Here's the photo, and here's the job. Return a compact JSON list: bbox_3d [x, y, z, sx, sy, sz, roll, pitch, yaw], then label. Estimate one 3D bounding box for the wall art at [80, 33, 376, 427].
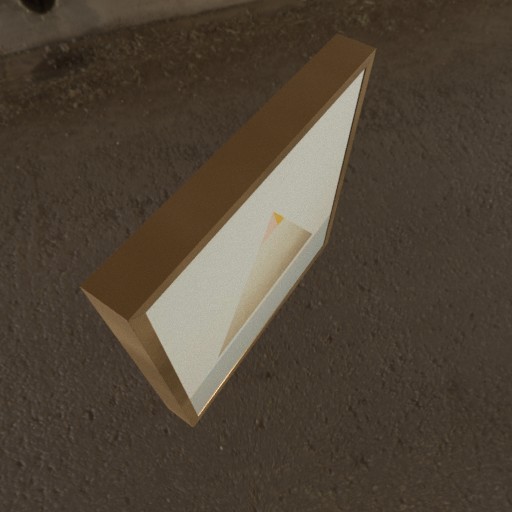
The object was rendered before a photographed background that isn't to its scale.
[{"bbox_3d":[0.000,0.000,0.446,0.038,0.303,0.305,31,63,17],"label":"wall art"}]
